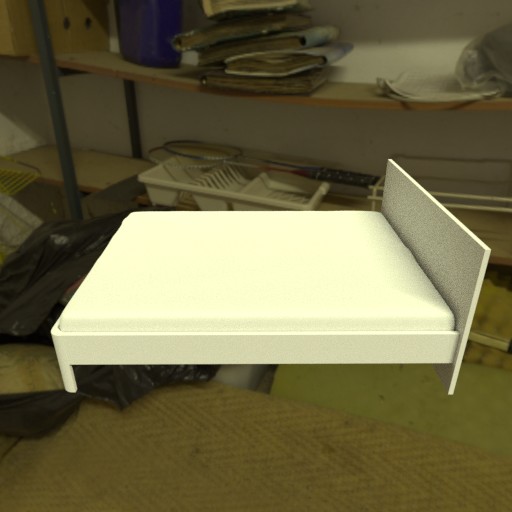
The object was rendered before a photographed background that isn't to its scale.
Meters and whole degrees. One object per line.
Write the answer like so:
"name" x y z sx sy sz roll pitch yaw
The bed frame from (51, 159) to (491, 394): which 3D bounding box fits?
"bed frame" 0.000 0.000 2.687 1.950 0.800 1.490 0 27 0
